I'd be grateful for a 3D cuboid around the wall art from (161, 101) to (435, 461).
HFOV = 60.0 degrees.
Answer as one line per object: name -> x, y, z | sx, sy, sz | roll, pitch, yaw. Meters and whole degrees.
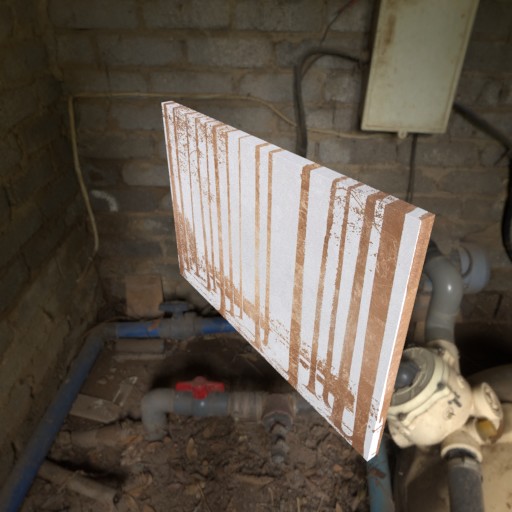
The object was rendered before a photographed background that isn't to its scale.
wall art -> 0.000, 0.000, 1.157 | 0.035, 0.609, 0.914 | -21, 38, -29
